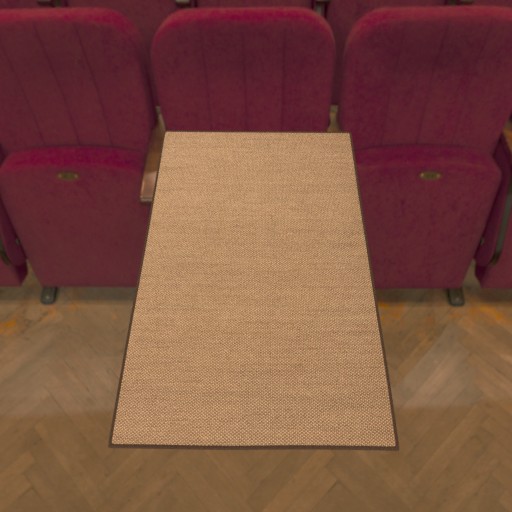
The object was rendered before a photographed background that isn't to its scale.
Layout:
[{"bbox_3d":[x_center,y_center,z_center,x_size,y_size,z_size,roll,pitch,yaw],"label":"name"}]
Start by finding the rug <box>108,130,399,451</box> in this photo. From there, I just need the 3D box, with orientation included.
[{"bbox_3d":[0.000,0.000,2.062,1.067,0.013,1.676,1,57,0],"label":"rug"}]
